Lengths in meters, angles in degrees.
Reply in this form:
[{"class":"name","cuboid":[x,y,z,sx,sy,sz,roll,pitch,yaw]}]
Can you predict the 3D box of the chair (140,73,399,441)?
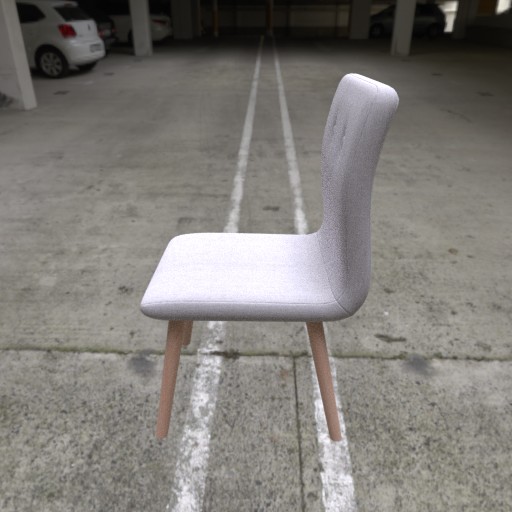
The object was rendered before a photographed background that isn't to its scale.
[{"class":"chair","cuboid":[0.000,0.000,1.185,0.550,0.885,0.435,0,26,1]}]
